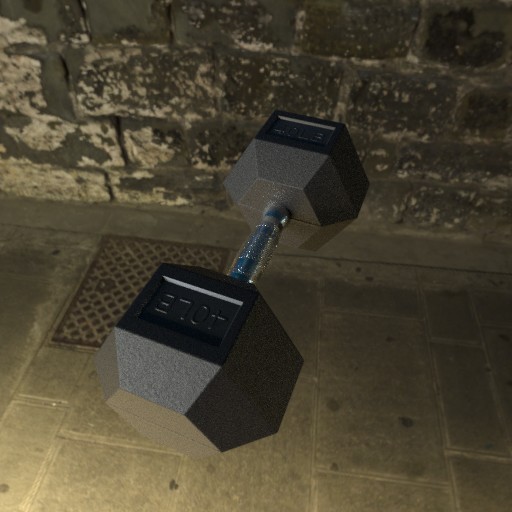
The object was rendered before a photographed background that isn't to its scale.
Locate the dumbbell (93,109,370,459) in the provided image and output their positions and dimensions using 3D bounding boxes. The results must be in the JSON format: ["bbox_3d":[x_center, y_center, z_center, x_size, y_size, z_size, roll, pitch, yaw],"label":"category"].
[{"bbox_3d":[0.000,0.000,0.432,0.157,0.137,0.361,17,49,15],"label":"dumbbell"}]
